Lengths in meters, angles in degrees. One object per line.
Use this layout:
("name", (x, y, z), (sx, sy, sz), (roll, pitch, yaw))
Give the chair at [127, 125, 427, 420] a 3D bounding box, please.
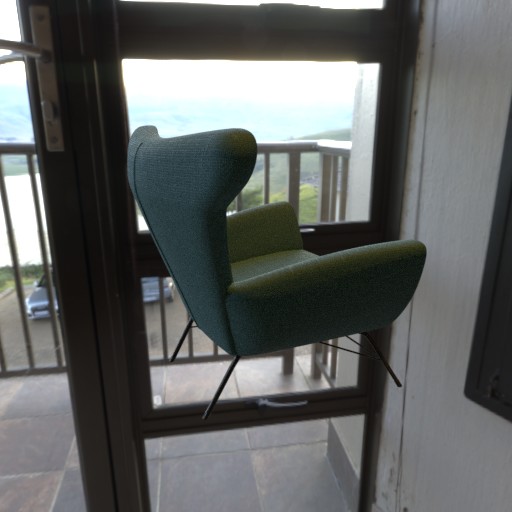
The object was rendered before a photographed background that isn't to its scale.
("chair", (0.000, 0.000, 1.738), (0.900, 0.980, 1.050), (-8, 19, -26))
